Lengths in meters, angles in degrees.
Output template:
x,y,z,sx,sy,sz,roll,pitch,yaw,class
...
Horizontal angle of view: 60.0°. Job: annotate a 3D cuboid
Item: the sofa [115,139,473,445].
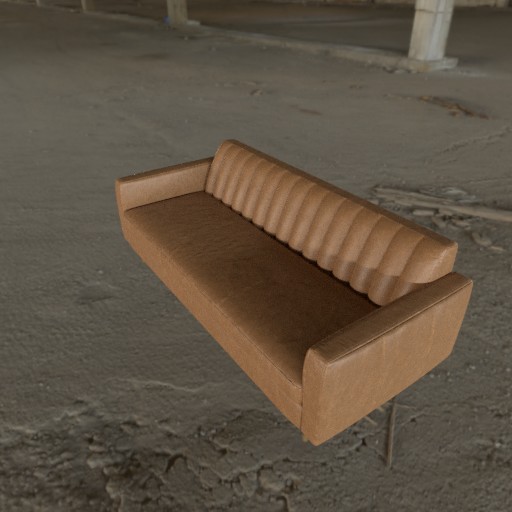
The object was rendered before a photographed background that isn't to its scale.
x,y,z,sx,sy,sz,roll,pitch,yaw,class
0.000,0.000,2.761,0.990,0.821,2.291,-21,37,-29,sofa
